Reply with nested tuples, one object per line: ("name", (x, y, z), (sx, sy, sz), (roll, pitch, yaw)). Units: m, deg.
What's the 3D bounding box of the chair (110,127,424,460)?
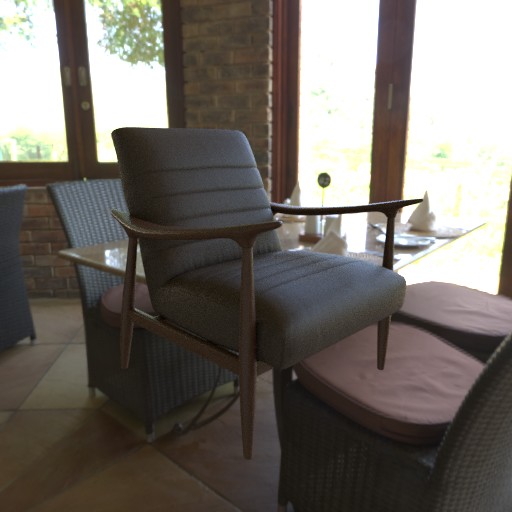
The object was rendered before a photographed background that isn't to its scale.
("chair", (0.000, 0.000, 1.448), (0.798, 0.831, 0.741), (13, 18, 43))
